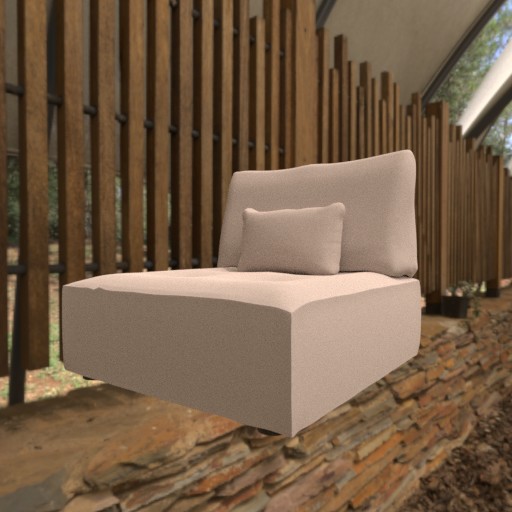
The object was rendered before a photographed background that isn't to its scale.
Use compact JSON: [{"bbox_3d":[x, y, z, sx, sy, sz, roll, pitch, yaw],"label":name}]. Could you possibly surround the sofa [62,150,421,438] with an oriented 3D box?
[{"bbox_3d":[0.000,0.000,1.651,0.935,0.828,1.000,1,1,36],"label":"sofa"}]
